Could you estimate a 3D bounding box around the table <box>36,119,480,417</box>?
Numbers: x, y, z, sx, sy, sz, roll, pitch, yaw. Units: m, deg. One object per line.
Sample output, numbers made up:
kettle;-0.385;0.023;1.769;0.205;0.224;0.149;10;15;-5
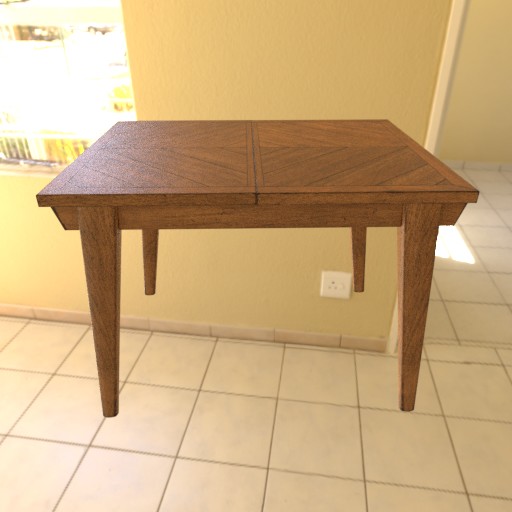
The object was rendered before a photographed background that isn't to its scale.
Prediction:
table;0.000;0.000;1.540;1.027;0.760;0.757;-1;29;-1
